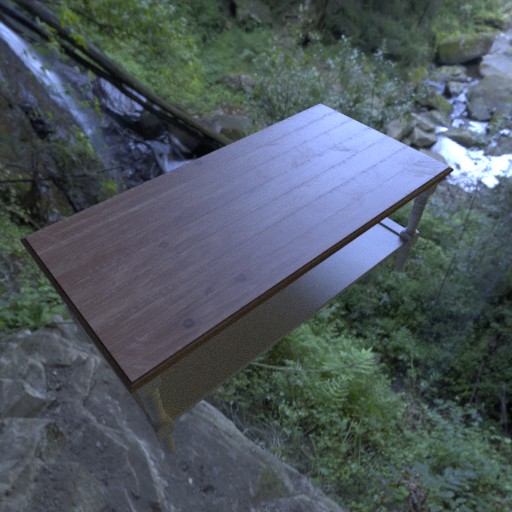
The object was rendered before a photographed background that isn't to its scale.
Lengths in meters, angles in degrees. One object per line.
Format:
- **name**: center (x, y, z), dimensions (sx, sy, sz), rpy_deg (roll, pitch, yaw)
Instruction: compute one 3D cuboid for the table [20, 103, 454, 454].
- **table**: center (0.000, 0.000, 1.399), dimensions (1.118, 0.458, 0.559), rpy_deg (-32, 53, -27)
